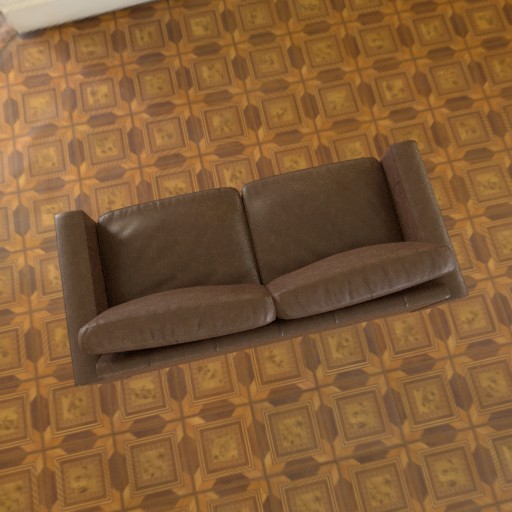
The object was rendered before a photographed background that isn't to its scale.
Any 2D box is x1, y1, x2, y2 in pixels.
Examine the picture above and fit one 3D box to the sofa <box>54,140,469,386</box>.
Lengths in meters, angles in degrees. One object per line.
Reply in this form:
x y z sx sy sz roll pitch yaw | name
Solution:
0.000 0.000 2.604 2.179 0.873 1.016 -12 76 -3 | sofa
